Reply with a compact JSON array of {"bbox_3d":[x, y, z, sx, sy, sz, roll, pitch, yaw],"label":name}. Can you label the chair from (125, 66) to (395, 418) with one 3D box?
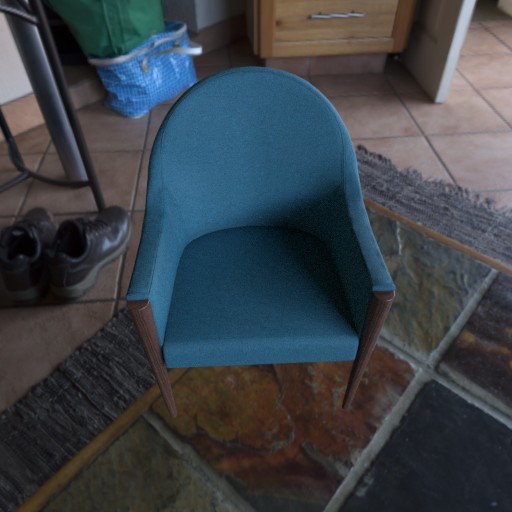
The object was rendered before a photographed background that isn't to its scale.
[{"bbox_3d":[0.000,0.000,1.369,0.656,0.907,0.652,-2,46,-2],"label":"chair"}]
